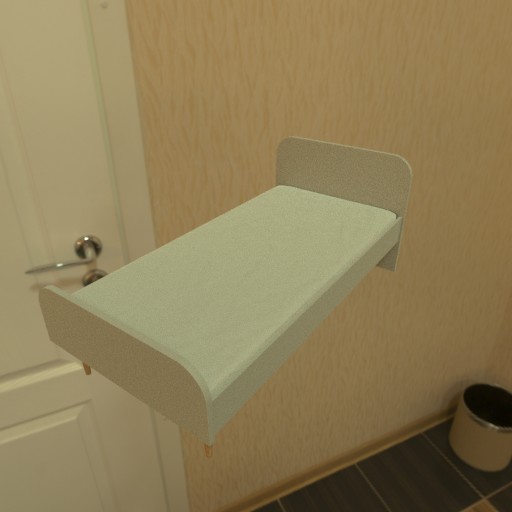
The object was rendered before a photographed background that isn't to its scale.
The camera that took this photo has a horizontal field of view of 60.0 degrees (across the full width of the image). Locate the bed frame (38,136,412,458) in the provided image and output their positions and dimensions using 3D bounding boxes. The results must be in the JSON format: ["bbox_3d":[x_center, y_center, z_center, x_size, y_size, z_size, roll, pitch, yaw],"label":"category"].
[{"bbox_3d":[0.000,0.000,2.460,0.998,0.805,1.963,19,35,30],"label":"bed frame"}]
